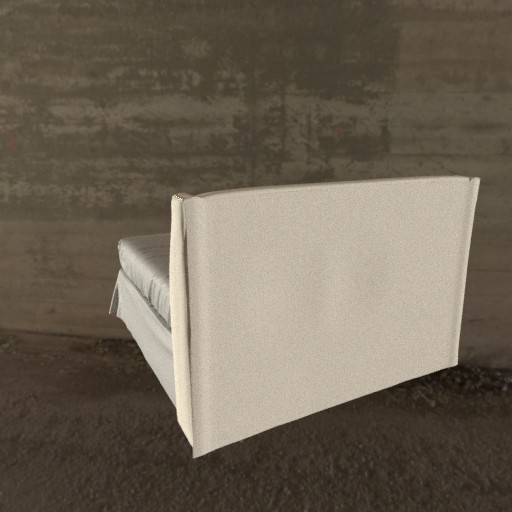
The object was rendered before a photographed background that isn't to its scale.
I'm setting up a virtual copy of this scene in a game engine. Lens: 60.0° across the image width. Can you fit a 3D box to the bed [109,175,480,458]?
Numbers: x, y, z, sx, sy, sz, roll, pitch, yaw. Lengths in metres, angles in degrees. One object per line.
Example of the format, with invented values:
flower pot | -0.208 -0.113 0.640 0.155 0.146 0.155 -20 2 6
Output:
bed | 0.000 0.000 3.382 1.925 1.332 2.276 -8 18 -27
